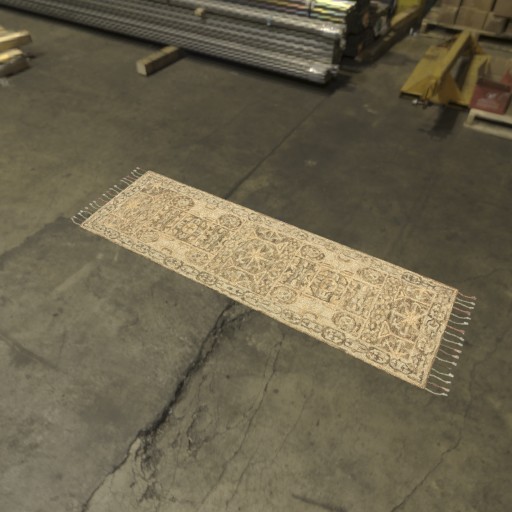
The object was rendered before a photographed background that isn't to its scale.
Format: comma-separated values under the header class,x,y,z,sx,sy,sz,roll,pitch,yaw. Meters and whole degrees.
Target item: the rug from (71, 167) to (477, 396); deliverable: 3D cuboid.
class,x,y,z,sx,sy,sz,roll,pitch,yaw
rug,0.000,0.000,2.914,2.664,0.011,0.762,23,51,20
